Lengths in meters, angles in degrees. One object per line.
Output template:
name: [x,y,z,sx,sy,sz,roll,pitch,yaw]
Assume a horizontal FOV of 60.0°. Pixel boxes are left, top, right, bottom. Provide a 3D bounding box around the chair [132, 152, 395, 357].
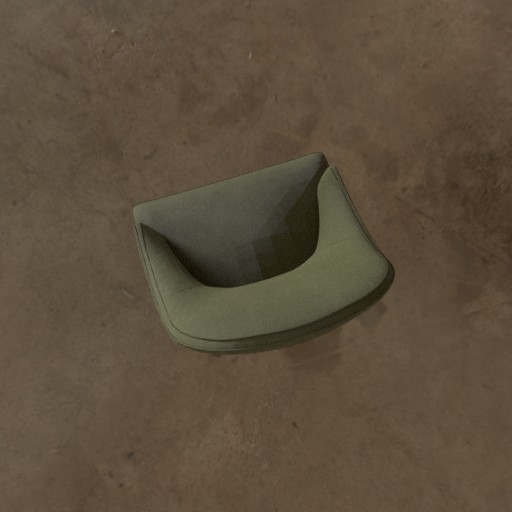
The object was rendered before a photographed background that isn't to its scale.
chair: [0.000,0.000,1.269,0.643,0.889,0.575,-17,75,-5]
